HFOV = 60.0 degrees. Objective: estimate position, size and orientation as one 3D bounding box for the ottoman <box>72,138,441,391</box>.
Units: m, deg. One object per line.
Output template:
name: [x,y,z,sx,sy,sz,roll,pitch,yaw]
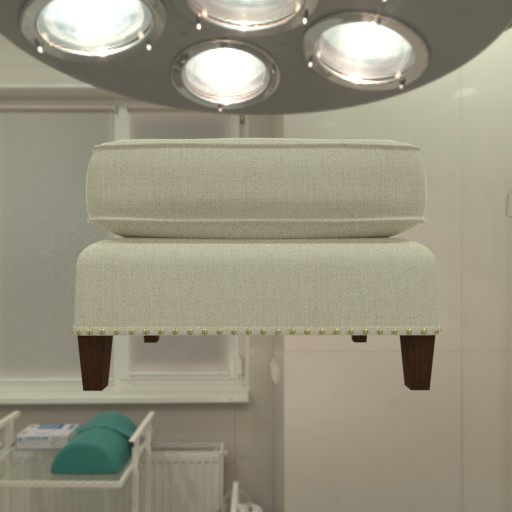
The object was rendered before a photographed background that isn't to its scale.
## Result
ottoman: [0.000,0.000,1.158,0.738,0.537,0.589,0,0,0]
